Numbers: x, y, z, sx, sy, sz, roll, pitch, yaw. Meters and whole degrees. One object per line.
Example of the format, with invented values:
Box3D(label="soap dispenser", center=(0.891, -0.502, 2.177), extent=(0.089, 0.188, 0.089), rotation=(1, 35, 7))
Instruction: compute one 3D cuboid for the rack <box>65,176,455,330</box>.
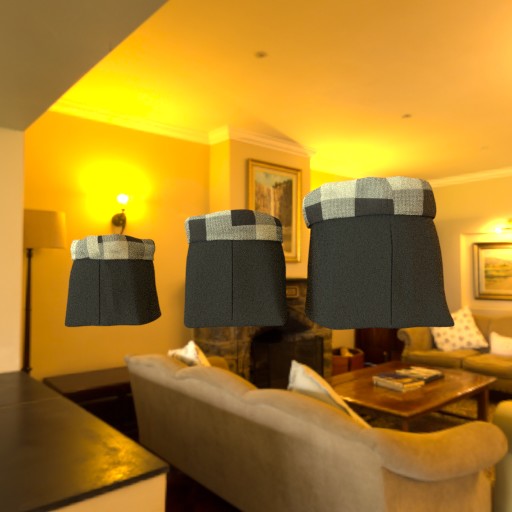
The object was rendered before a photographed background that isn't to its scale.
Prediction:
Box3D(label="rack", center=(0.000, 0.000, 1.094), extent=(0.889, 0.329, 0.370), rotation=(0, -2, 0))
